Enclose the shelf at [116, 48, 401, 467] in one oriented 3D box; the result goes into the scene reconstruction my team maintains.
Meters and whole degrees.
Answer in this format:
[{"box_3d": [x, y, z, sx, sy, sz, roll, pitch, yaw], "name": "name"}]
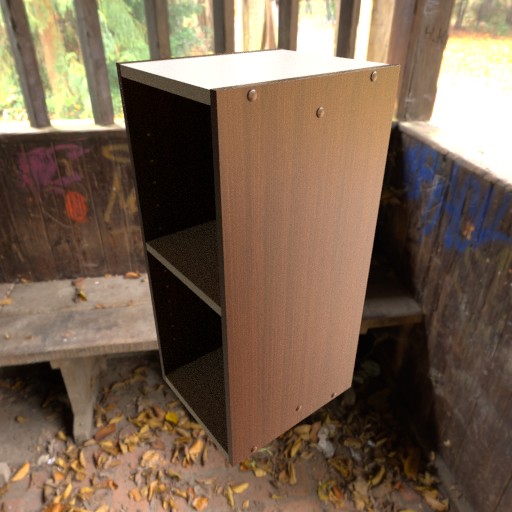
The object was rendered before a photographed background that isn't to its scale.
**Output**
[{"box_3d": [0.000, 0.000, 0.748, 0.290, 0.600, 0.253, -22, 37, -32], "name": "shelf"}]
